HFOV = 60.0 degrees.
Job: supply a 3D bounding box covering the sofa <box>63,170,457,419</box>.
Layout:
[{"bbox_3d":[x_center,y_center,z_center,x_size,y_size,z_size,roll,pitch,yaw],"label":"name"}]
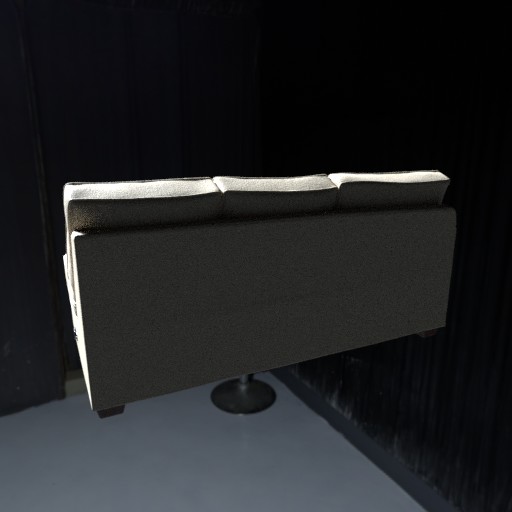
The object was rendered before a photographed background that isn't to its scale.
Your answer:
[{"bbox_3d":[0.000,0.000,2.481,1.962,0.946,1.034,-7,16,-25],"label":"sofa"}]
